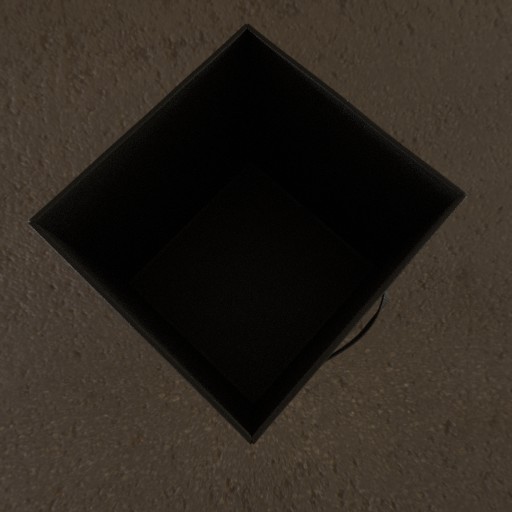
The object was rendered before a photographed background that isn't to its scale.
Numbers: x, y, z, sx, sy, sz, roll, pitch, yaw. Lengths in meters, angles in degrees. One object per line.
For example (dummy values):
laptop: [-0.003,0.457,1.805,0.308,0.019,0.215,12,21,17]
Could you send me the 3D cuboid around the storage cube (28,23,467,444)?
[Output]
storage cube: [0.000,0.000,0.498,0.270,0.280,0.270,42,79,10]
